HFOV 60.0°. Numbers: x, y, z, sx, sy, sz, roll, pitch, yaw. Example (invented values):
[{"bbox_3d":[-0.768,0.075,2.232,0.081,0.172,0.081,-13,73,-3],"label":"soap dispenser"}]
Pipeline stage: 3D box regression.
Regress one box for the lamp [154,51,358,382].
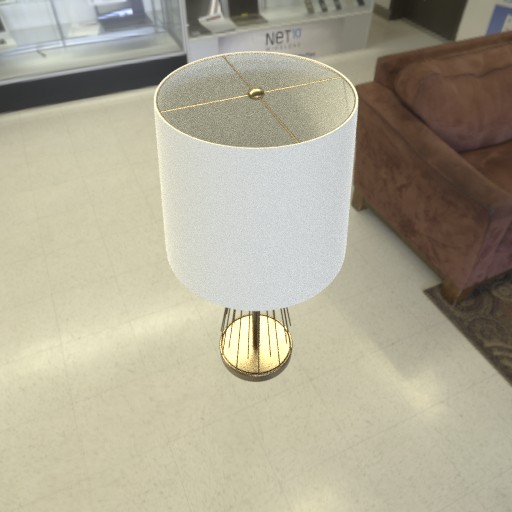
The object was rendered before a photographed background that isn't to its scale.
[{"bbox_3d":[0.000,0.000,0.786,0.303,0.618,0.303,0,46,0],"label":"lamp"}]
